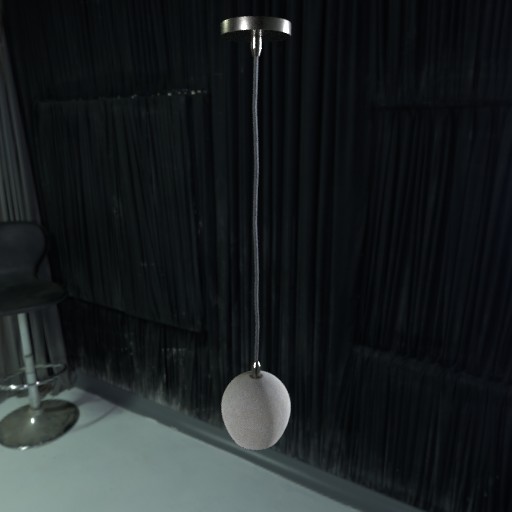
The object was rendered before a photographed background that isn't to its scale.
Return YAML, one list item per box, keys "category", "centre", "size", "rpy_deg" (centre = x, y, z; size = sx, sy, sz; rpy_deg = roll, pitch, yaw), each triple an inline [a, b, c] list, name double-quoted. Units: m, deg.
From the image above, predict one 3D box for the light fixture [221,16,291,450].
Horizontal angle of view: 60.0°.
- category: "light fixture"
  centre: [0.000, 0.000, 0.808]
  size: [0.139, 0.764, 0.139]
  rpy_deg: [8, 18, 25]
